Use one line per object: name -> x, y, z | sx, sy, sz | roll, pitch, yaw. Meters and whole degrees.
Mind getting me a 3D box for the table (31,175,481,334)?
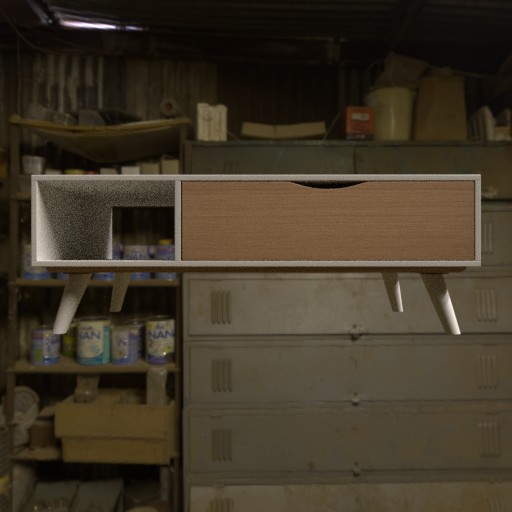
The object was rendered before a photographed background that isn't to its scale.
table -> 0.000, 0.000, 1.482 | 1.194, 0.432, 0.609 | 0, 0, 0
